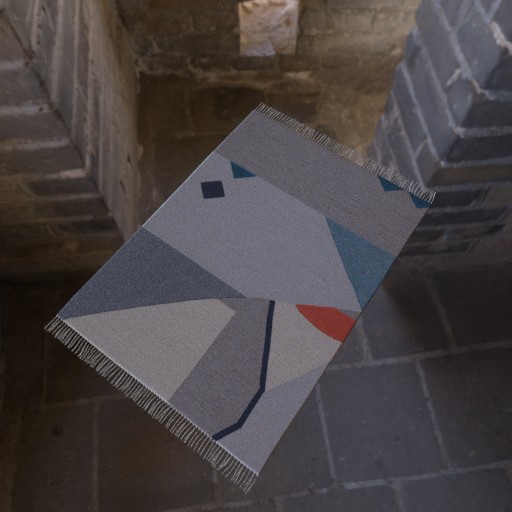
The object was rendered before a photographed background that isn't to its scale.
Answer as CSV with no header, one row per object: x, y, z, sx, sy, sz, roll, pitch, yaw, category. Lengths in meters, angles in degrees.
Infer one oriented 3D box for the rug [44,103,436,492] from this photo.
0.000,0.000,2.311,1.220,0.005,1.828,32,67,15,rug
